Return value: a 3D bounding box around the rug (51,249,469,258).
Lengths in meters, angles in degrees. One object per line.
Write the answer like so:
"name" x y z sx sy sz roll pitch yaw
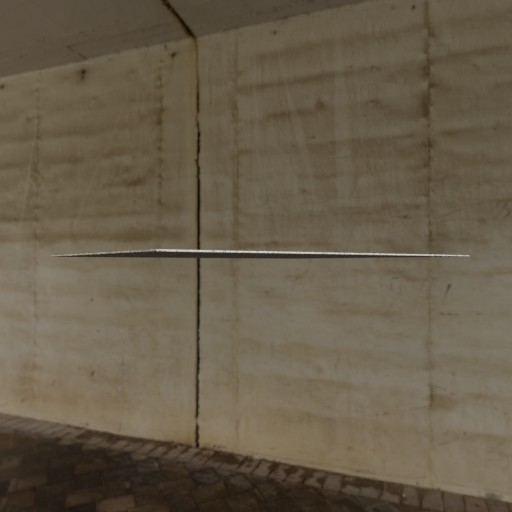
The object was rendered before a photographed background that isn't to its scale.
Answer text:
"rug" 0.000 0.000 4.132 3.061 0.014 2.447 1 -1 -36
